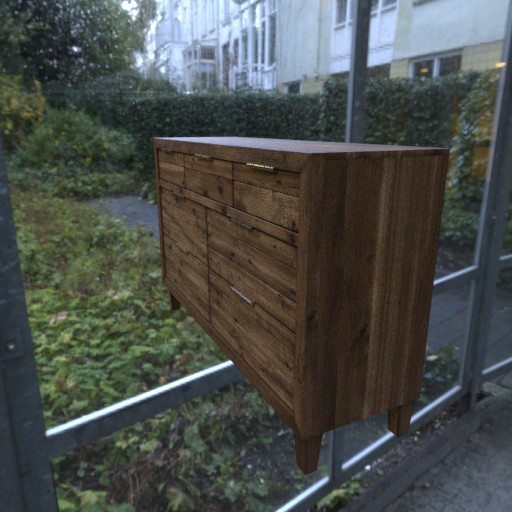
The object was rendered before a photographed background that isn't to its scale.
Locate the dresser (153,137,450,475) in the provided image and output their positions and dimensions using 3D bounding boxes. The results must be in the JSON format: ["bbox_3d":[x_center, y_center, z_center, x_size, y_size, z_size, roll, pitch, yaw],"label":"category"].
[{"bbox_3d":[0.000,0.000,1.783,0.438,0.892,1.387,-8,18,-26],"label":"dresser"}]
